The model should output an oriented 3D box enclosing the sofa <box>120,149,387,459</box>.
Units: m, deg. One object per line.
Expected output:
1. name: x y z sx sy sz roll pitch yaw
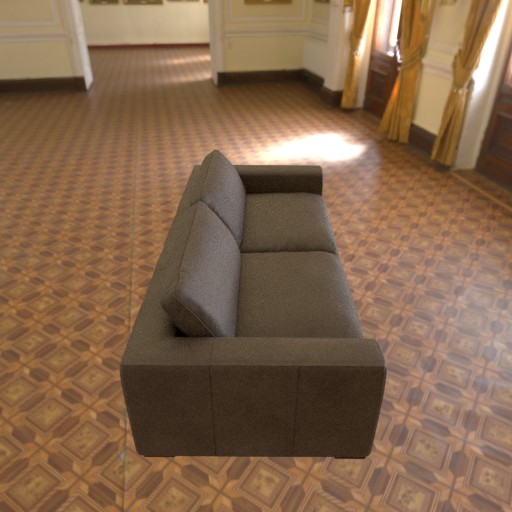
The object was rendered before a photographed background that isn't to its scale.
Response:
1. sofa: 0.000 0.000 2.734 1.070 0.801 2.262 0 31 1
